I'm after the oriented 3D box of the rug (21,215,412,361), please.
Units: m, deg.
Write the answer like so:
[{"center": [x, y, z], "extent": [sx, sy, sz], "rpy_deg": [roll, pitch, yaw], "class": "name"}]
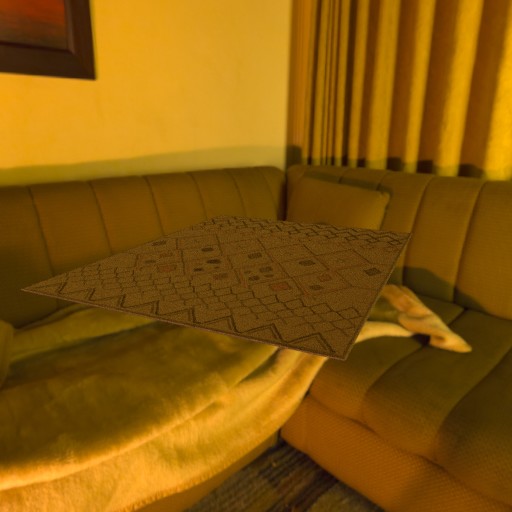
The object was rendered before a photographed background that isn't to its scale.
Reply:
[{"center": [0.000, 0.000, 4.126], "extent": [2.441, 0.016, 3.050], "rpy_deg": [8, 18, 24], "class": "rug"}]
